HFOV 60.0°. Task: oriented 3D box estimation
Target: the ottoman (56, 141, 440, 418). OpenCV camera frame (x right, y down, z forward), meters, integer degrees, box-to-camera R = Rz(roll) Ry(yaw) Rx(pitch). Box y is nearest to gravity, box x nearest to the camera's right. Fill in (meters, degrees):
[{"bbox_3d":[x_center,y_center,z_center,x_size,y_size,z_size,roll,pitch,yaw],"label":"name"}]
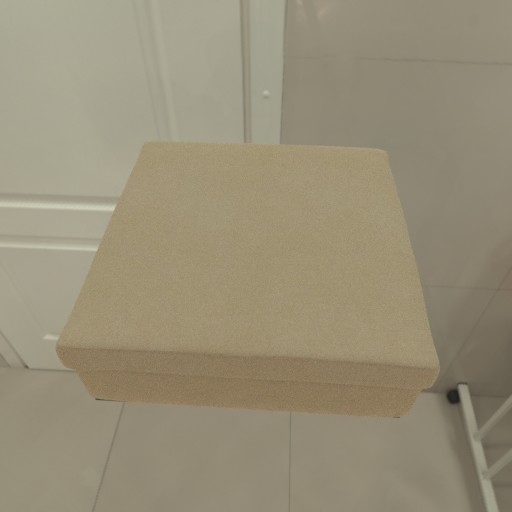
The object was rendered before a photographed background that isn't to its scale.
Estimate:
[{"bbox_3d":[0.000,0.000,1.854,1.205,0.522,1.190,3,47,3],"label":"ottoman"}]
